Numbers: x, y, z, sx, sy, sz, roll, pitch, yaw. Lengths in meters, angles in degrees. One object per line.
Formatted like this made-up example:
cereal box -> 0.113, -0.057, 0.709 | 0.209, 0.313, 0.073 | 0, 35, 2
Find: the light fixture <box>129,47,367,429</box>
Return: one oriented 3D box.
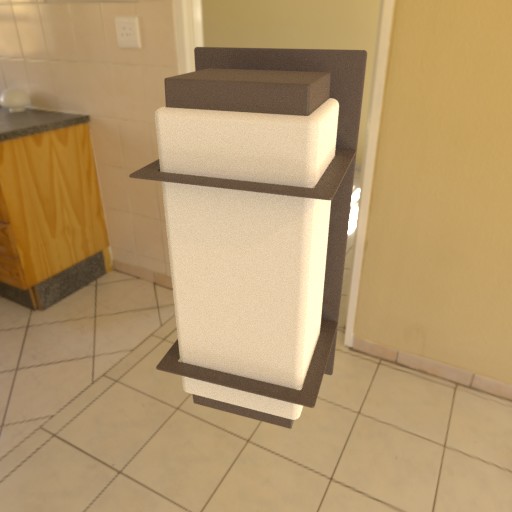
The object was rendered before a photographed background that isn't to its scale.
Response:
light fixture -> 0.000, 0.000, 0.415 | 0.153, 0.347, 0.146 | 9, 29, 16
